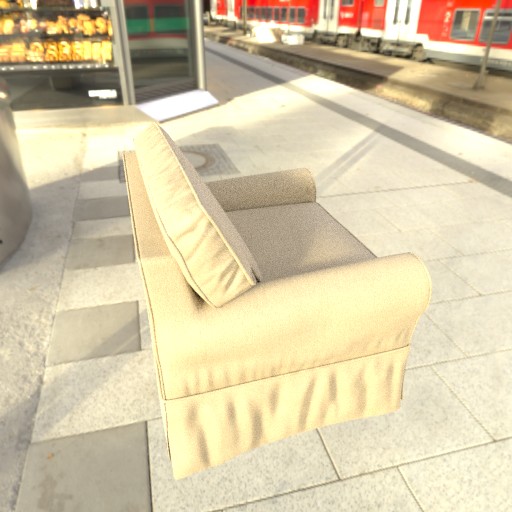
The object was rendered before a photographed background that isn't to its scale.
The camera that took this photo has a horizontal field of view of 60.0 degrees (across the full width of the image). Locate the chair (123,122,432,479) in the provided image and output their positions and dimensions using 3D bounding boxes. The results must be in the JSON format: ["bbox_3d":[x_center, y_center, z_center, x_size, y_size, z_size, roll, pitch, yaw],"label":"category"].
[{"bbox_3d":[0.000,0.000,1.765,0.903,0.937,1.096,-9,31,-15],"label":"chair"}]
